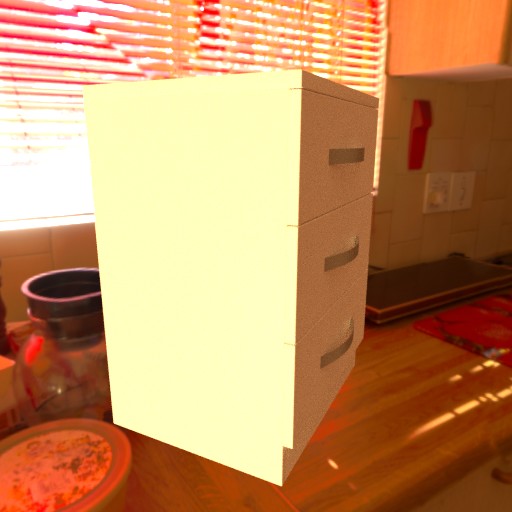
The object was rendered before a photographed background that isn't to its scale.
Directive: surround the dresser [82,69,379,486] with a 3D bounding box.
[{"bbox_3d":[0.000,0.000,0.804,0.360,0.560,0.400,7,16,26],"label":"dresser"}]
